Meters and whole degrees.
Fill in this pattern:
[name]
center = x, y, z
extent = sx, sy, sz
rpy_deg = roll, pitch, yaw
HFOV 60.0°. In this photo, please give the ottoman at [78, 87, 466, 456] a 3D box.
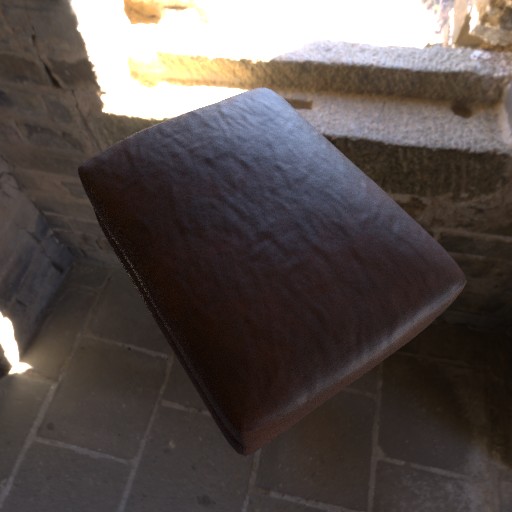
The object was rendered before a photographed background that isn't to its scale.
[ottoman]
center = 0.000, 0.000, 1.264
extent = 0.659, 0.527, 0.887
rpy_deg = -29, 62, -17
